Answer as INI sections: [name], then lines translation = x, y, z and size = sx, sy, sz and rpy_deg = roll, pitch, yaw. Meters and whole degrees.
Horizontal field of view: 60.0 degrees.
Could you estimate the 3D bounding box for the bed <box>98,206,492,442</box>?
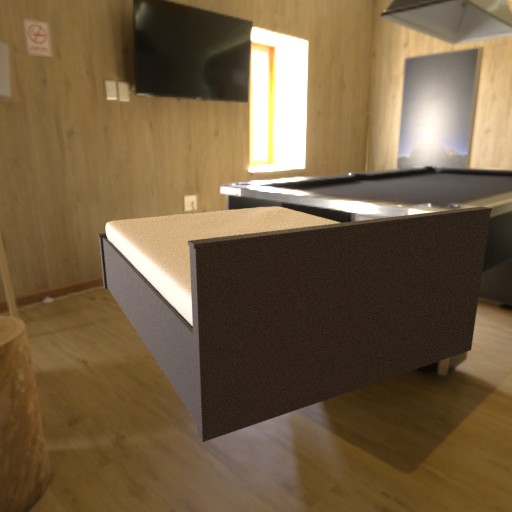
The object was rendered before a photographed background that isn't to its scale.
[bed]
translation = 0.000, 0.000, 2.912
size = 1.634, 0.808, 2.103
rpy_deg = -8, 17, -27
